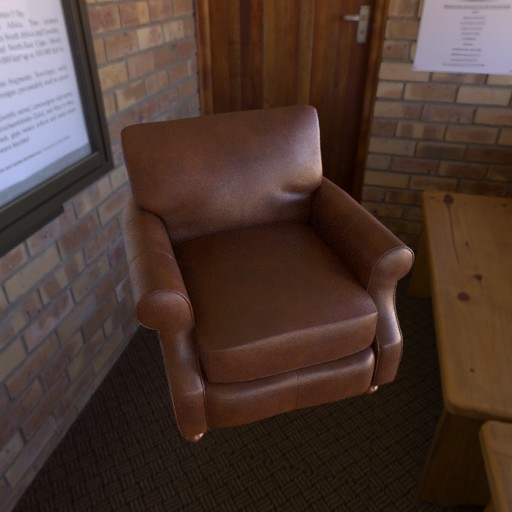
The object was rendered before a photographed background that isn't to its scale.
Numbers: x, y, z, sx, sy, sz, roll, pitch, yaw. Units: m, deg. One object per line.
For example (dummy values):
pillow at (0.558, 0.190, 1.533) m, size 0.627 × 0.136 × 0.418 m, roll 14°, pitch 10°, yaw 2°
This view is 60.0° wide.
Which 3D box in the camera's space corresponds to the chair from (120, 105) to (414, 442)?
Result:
chair at (0.000, 0.000, 1.762) m, size 0.989 × 0.972 × 0.992 m, roll -10°, pitch 33°, yaw -15°
